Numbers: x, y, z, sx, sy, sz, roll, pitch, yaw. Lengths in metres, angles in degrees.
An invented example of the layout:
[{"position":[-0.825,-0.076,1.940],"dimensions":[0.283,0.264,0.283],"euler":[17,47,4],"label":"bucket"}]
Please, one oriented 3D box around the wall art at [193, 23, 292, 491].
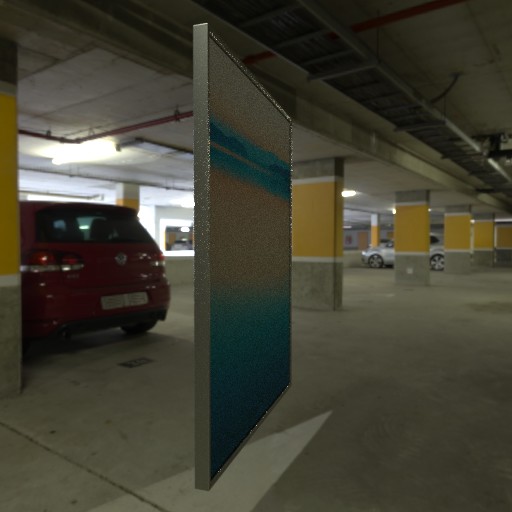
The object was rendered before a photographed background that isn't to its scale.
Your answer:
[{"position":[0.000,0.000,1.389],"dimensions":[0.037,1.062,0.801],"euler":[0,2,18],"label":"wall art"}]
